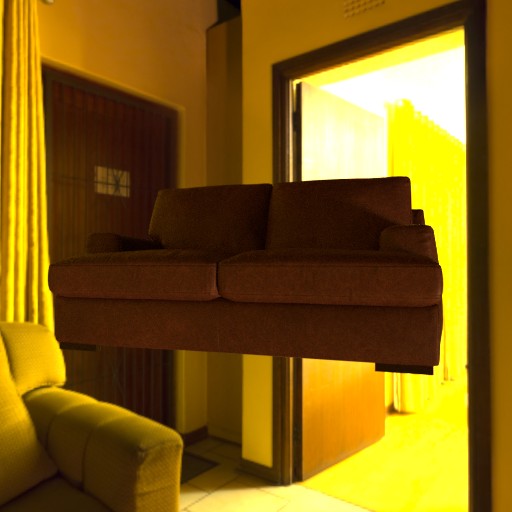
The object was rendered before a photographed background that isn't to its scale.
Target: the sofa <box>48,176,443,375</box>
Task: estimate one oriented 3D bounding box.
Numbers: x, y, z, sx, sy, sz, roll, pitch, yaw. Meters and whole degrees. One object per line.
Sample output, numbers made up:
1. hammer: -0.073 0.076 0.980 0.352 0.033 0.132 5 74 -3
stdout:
1. sofa: 0.000 0.000 2.449 1.880 0.939 1.143 0 -1 18
